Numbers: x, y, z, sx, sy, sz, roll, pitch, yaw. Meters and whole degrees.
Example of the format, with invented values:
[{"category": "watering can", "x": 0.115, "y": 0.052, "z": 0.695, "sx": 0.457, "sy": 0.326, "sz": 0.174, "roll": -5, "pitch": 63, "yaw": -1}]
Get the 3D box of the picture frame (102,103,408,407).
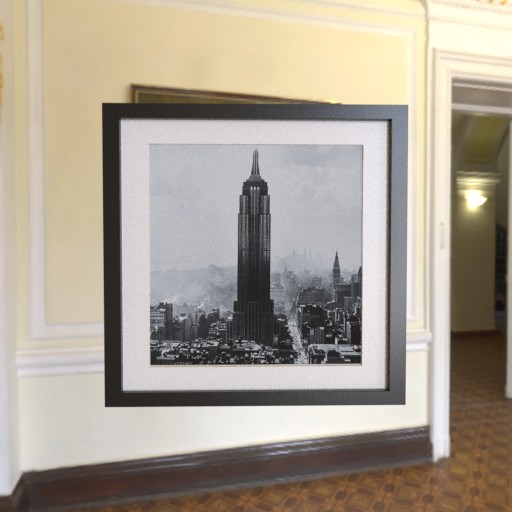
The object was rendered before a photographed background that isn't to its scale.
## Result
[{"category": "picture frame", "x": 0.000, "y": 0.000, "z": 0.532, "sx": 0.355, "sy": 0.353, "sz": 0.029, "roll": 0, "pitch": 2, "yaw": -1}]
